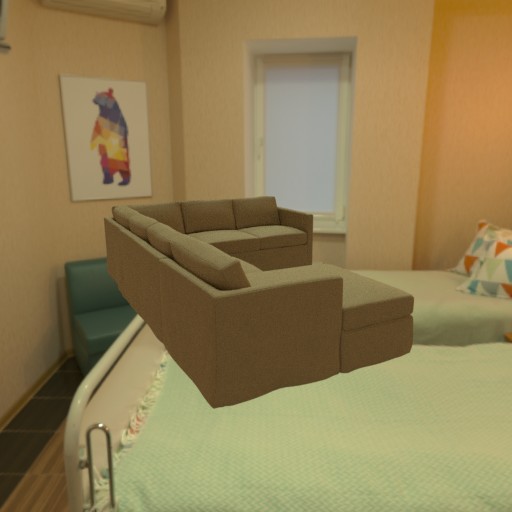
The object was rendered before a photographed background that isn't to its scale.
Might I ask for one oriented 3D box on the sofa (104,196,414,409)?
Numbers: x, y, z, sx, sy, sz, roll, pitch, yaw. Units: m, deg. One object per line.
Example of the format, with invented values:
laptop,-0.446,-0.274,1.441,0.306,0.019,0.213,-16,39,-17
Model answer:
sofa,0.000,0.000,4.563,2.476,0.878,3.528,-7,15,-27
